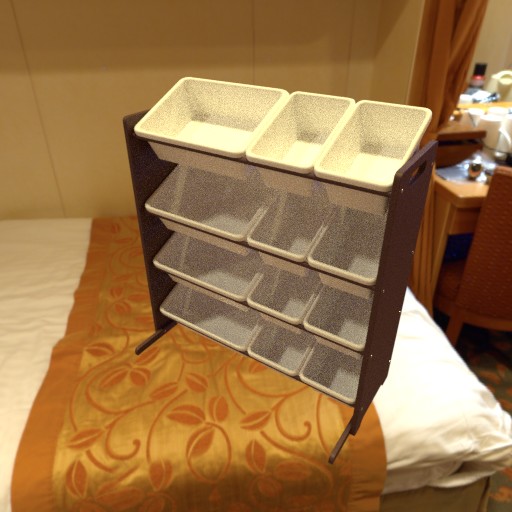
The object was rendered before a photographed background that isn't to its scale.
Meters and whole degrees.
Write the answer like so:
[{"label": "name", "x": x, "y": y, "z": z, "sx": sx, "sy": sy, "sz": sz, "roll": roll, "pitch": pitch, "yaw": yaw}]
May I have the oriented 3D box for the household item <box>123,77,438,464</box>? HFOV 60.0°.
[{"label": "household item", "x": 0.000, "y": 0.000, "z": 1.283, "sx": 0.787, "sy": 0.864, "sz": 0.389, "roll": 19, "pitch": 36, "yaw": 28}]
